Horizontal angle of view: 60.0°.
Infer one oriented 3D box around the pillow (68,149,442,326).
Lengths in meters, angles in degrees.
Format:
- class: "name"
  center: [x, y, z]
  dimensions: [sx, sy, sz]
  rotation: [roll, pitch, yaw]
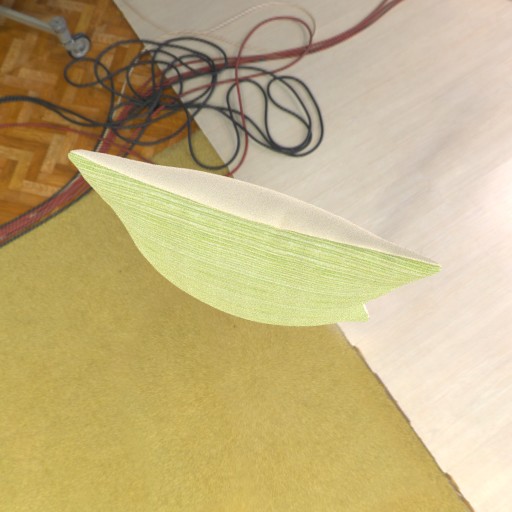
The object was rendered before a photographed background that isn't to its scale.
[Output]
- class: "pillow"
  center: [0.000, 0.000, 0.830]
  dimensions: [0.560, 0.487, 0.229]
  rotation: [18, 76, 5]
